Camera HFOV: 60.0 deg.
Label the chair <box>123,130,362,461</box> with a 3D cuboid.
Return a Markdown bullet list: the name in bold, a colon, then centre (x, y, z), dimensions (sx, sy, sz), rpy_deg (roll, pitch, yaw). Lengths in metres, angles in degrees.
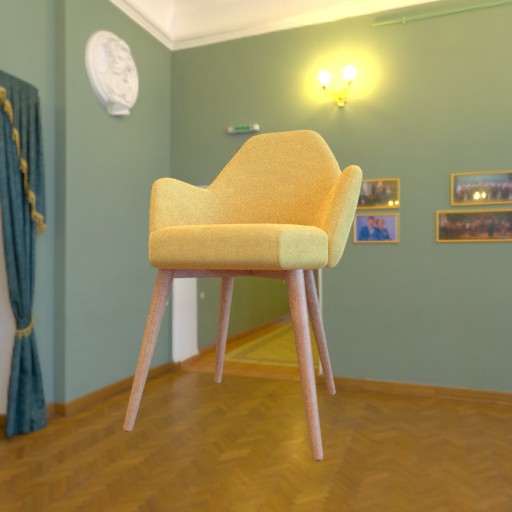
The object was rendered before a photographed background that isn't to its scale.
- **chair**: centre (0.000, 0.000, 1.240), dimensions (0.590, 0.840, 0.610), rpy_deg (0, 0, 19)
